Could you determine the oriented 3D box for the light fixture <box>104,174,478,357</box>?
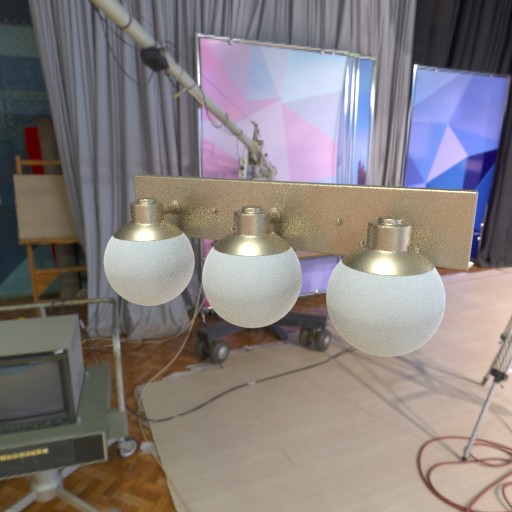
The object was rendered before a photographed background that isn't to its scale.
[{"bbox_3d":[0.000,0.000,0.837,0.721,0.263,0.218,8,17,26],"label":"light fixture"}]
